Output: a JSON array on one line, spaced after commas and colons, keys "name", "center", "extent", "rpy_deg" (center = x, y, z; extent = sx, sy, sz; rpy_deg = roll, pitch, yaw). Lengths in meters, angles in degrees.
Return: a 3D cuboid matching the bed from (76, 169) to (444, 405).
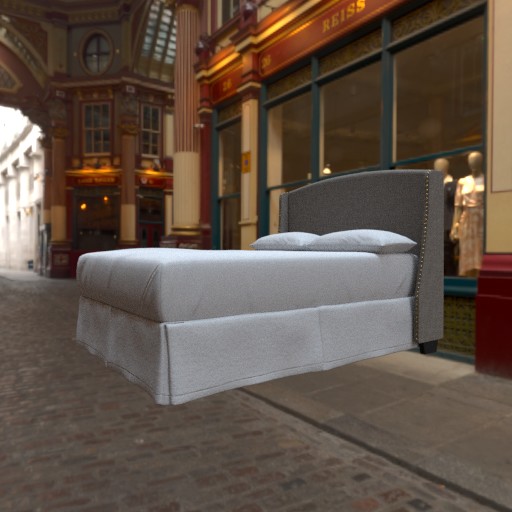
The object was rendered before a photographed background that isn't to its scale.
[{"name": "bed", "center": [0.000, 0.000, 3.324], "extent": [2.237, 1.407, 1.710], "rpy_deg": [-1, 2, -36]}]
